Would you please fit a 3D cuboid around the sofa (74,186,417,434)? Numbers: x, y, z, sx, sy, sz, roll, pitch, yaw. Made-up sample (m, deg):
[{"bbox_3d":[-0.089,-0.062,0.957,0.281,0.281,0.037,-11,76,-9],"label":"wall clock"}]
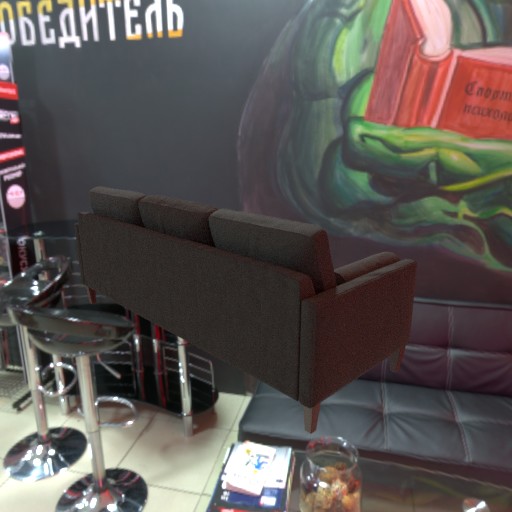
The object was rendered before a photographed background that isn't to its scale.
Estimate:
[{"bbox_3d":[0.000,0.000,2.948,1.506,0.876,2.178,-15,21,-42],"label":"sofa"}]
